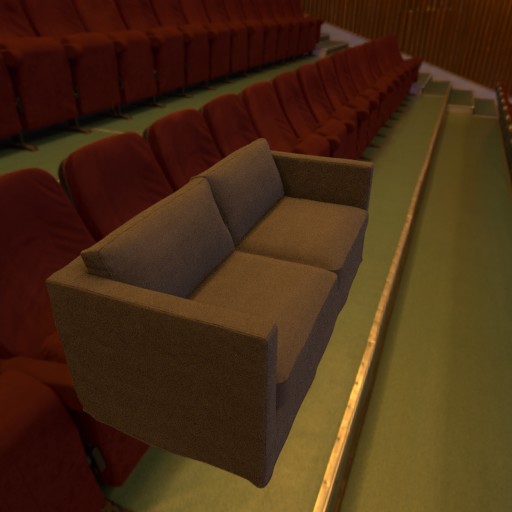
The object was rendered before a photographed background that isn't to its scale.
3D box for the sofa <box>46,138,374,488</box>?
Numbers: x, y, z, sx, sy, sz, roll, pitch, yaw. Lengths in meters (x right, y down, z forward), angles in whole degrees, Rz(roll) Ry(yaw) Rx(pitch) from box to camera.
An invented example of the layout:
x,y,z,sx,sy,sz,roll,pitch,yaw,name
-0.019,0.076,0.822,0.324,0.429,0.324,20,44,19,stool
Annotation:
x,y,z,sx,sy,sz,roll,pitch,yaw,name
0.000,0.000,2.441,0.953,0.855,1.982,12,31,20,sofa
